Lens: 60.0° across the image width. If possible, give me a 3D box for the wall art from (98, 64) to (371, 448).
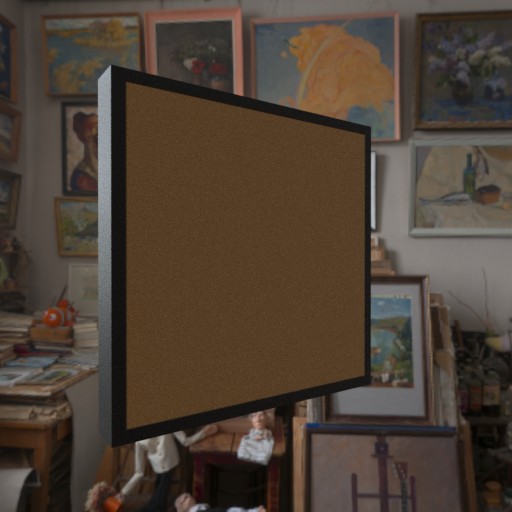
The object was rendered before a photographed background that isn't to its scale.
[{"bbox_3d":[0.000,0.000,0.452,0.304,0.304,0.038,0,0,-35],"label":"wall art"}]
